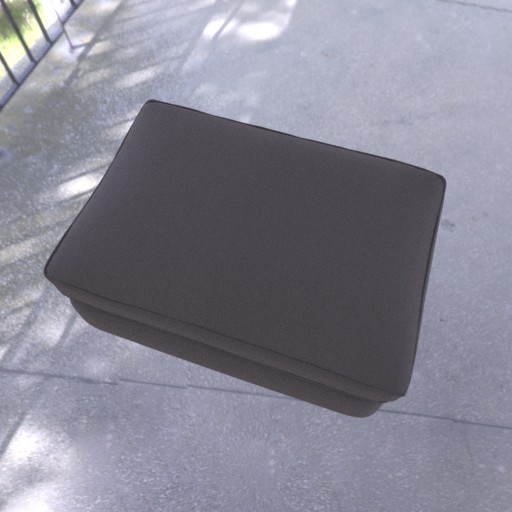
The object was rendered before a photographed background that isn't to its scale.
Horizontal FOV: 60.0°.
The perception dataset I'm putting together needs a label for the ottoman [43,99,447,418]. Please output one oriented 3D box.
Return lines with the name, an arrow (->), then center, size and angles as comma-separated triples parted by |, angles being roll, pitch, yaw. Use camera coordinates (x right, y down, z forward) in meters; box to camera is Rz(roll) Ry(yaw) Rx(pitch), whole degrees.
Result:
ottoman -> 0.000, 0.000, 0.976 | 0.686, 0.406, 0.508 | 17, 64, 8
